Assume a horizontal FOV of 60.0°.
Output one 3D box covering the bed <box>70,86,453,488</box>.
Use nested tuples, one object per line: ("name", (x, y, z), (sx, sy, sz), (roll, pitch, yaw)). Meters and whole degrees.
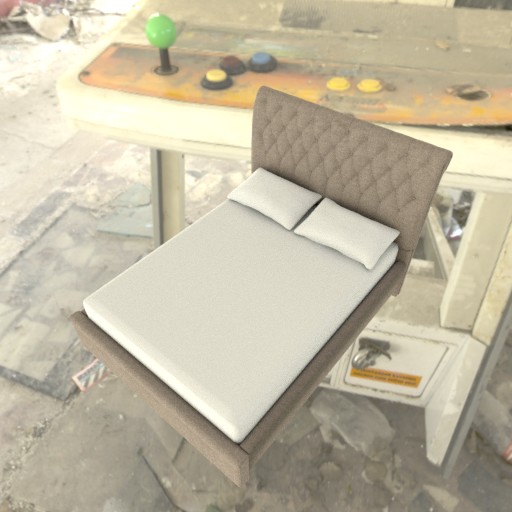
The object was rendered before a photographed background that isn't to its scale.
("bed", (0.000, 0.000, 3.233), (1.645, 1.371, 2.252), (30, 52, 27))
